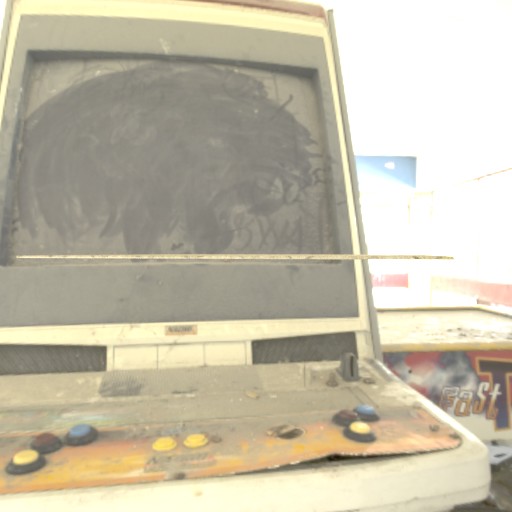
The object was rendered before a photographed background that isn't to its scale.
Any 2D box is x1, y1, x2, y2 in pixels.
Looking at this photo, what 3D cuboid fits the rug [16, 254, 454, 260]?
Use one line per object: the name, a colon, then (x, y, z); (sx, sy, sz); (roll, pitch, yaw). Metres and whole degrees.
rug: (0.000, 0.000, 4.046); (3.038, 0.019, 2.420); (0, 0, 17)
